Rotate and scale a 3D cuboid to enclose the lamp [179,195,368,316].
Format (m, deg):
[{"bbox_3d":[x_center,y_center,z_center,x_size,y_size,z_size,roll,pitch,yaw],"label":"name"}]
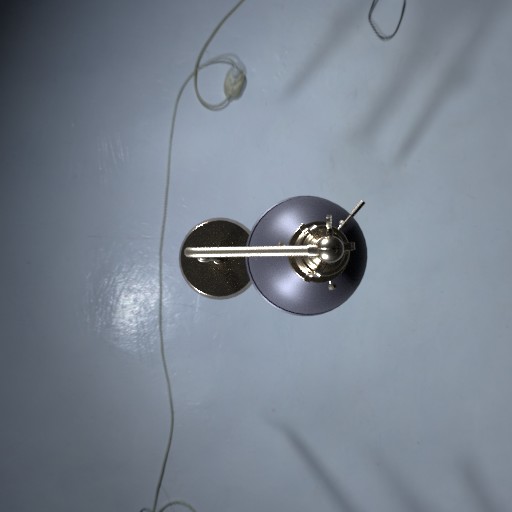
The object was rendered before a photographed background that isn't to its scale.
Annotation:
[{"bbox_3d":[0.000,0.000,0.598,0.291,0.456,0.160,0,89,0],"label":"lamp"}]
